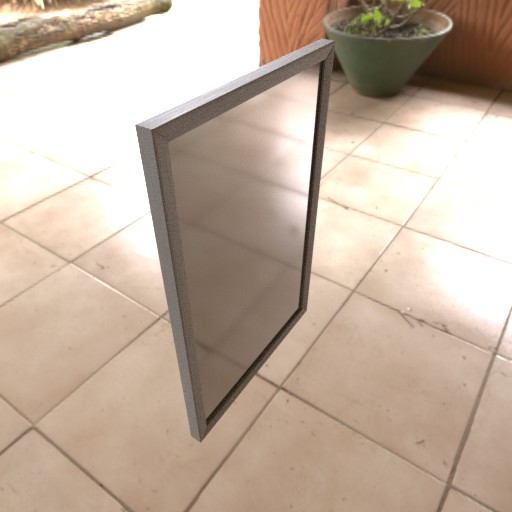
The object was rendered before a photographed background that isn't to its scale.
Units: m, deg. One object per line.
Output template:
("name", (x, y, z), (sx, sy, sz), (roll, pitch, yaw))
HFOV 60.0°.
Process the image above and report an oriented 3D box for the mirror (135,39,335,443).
("mirror", (0.000, 0.000, 1.147), (0.040, 0.915, 0.609), (23, 45, 26))
